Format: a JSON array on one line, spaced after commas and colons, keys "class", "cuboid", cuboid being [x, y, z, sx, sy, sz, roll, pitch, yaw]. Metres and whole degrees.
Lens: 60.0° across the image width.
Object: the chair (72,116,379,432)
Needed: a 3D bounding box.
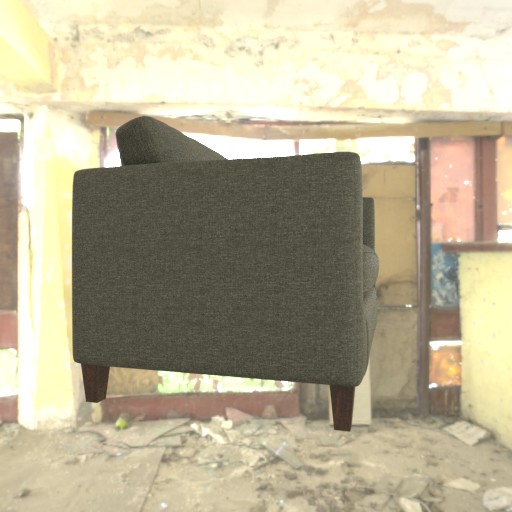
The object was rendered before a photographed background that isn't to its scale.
[{"class": "chair", "cuboid": [0.000, 0.000, 1.809, 0.959, 0.963, 1.107, 0, 0, 17]}]
